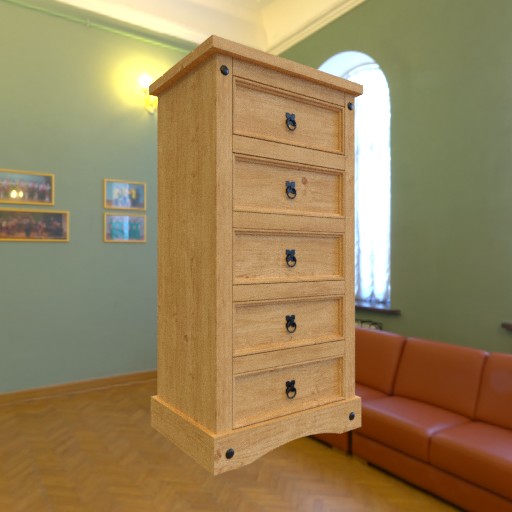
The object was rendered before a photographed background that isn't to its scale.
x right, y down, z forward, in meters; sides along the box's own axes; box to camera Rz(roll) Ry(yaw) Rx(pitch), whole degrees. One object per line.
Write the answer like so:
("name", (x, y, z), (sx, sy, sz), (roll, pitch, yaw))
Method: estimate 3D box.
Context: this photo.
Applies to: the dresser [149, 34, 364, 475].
("dresser", (0.000, 0.000, 1.354), (0.531, 1.041, 0.390), (0, 0, -36))
